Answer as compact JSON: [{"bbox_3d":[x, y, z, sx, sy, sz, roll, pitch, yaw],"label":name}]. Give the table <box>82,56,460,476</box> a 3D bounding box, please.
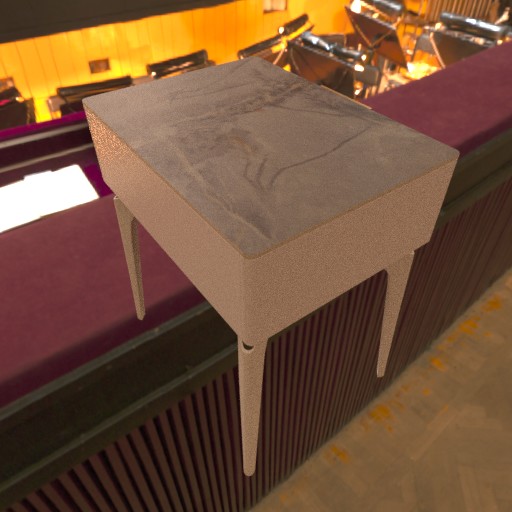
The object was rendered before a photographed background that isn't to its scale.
[{"bbox_3d":[0.000,0.000,0.890,0.400,0.570,0.500,-26,49,-26],"label":"table"}]
